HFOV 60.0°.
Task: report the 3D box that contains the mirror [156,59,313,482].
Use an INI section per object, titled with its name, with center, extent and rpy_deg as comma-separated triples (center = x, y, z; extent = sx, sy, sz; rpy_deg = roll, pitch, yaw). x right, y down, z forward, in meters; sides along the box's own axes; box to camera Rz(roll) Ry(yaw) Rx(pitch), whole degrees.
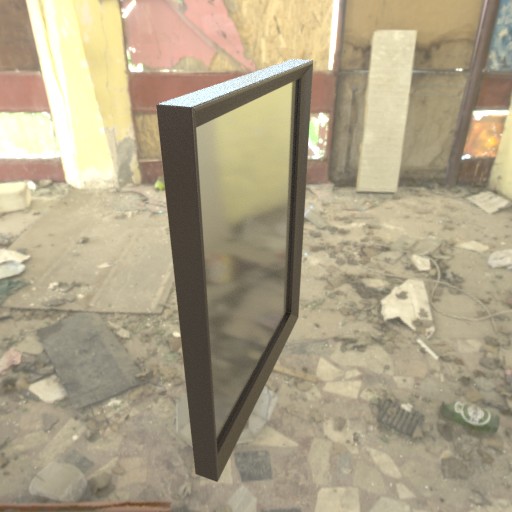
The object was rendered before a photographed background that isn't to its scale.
[mirror]
center = 0.000, 0.000, 0.669
extent = 0.041, 0.509, 0.406
rpy_deg = 11, 31, 18
